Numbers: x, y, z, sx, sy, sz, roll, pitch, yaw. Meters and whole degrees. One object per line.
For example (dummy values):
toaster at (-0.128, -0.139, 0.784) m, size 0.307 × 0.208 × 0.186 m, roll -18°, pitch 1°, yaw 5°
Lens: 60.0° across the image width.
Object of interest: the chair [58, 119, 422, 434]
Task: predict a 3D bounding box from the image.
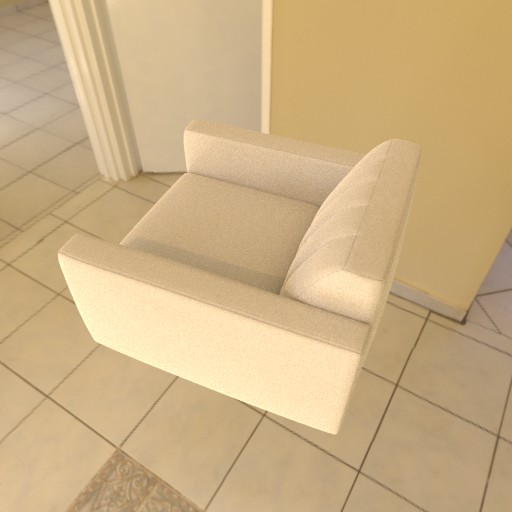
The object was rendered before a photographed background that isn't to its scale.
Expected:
chair at (0.000, 0.000, 1.686) m, size 0.998 × 0.819 × 0.953 m, roll 16°, pitch 48°, yaw 16°
